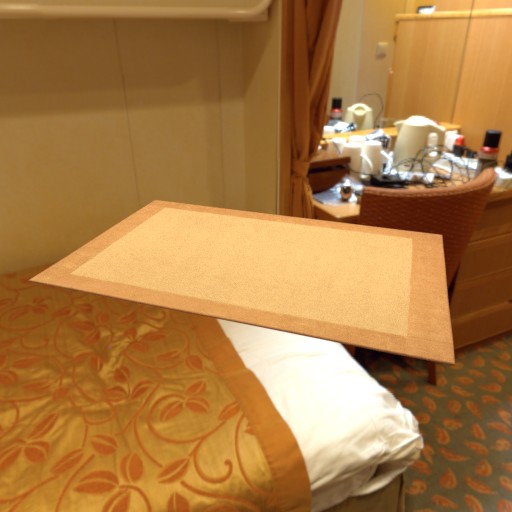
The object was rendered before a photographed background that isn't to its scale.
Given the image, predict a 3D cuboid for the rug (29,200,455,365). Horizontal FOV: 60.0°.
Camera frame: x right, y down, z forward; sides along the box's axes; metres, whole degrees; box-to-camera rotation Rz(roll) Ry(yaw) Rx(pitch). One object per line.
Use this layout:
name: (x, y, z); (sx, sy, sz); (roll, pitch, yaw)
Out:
rug: (0.000, 0.000, 3.024); (2.438, 0.014, 1.524); (9, 28, 16)
